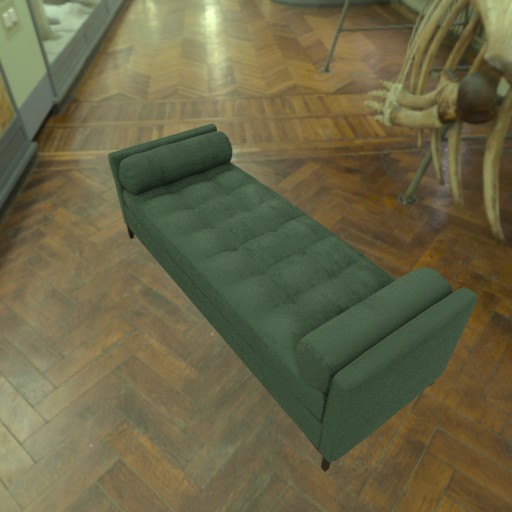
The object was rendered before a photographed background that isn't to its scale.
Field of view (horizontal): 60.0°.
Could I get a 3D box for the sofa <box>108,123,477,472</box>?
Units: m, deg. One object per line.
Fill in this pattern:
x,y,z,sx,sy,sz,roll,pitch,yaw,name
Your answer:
0.000,0.000,2.505,0.817,0.681,2.130,-25,47,-27,sofa
